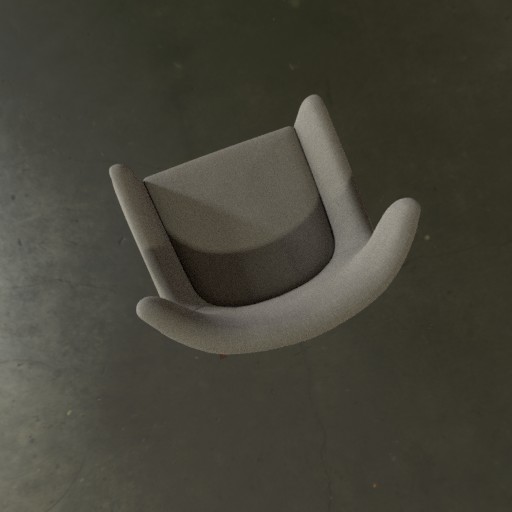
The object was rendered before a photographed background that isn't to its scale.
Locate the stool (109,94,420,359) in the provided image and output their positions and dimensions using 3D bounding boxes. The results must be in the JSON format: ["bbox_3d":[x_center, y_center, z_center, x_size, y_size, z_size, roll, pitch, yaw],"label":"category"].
[{"bbox_3d":[0.000,0.000,1.297,0.575,0.951,0.575,-21,76,-5],"label":"stool"}]
